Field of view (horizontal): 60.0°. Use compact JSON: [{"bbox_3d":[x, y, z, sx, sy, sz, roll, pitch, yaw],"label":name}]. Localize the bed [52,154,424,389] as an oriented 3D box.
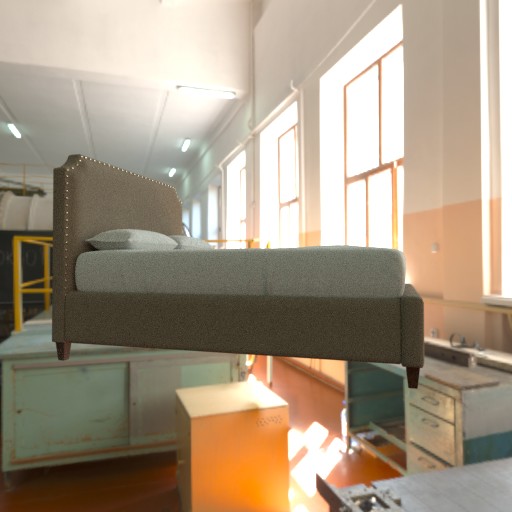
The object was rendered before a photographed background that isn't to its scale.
[{"bbox_3d":[0.000,0.000,3.415,2.329,1.415,1.703,0,-1,18],"label":"bed"}]
